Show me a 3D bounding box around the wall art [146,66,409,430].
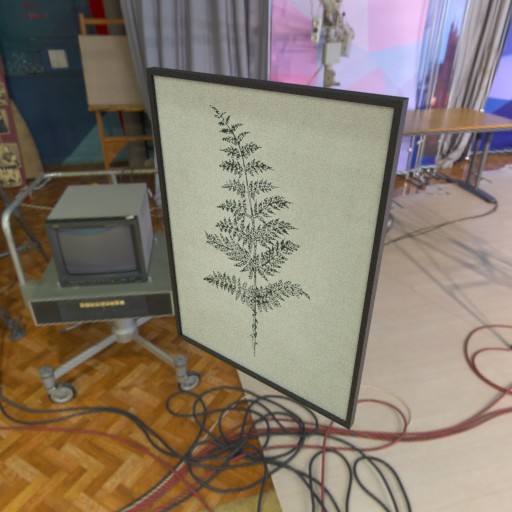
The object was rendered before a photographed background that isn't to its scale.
[{"bbox_3d":[0.000,0.000,1.434,0.802,1.070,0.036,20,36,30],"label":"wall art"}]
